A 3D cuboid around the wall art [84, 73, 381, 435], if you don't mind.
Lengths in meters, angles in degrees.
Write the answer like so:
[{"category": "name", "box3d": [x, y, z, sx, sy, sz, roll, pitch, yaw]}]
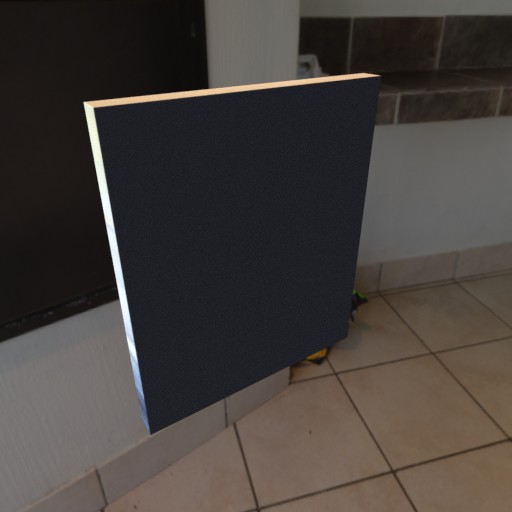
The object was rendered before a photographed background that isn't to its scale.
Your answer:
[{"category": "wall art", "box3d": [0.000, 0.000, 0.708, 0.435, 0.511, 0.037, -18, 34, -29]}]
